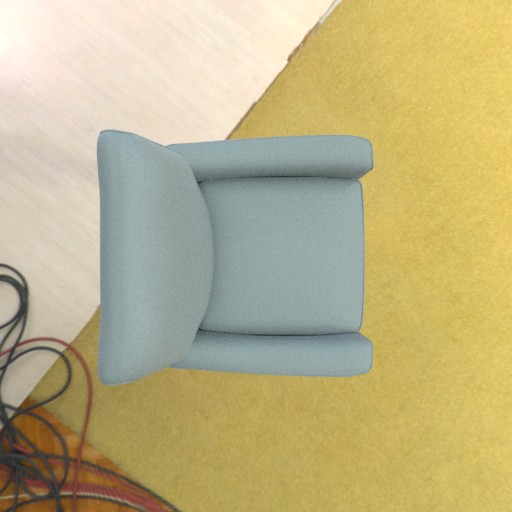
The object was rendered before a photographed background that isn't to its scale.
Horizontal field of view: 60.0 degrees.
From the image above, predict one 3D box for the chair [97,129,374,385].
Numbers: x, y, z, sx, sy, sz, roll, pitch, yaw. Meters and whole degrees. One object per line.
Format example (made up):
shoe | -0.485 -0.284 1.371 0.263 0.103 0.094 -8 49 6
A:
chair | 0.000 0.000 1.628 0.846 1.007 0.853 0 90 0
